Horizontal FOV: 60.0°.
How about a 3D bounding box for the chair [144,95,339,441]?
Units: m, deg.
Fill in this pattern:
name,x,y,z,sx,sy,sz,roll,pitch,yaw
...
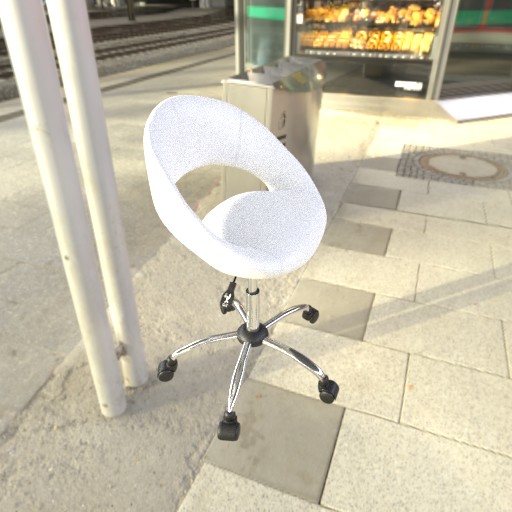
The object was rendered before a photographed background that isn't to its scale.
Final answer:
name,x,y,z,sx,sy,sz,roll,pitch,yaw
chair,0.000,0.000,1.199,0.538,0.791,0.612,10,32,17
